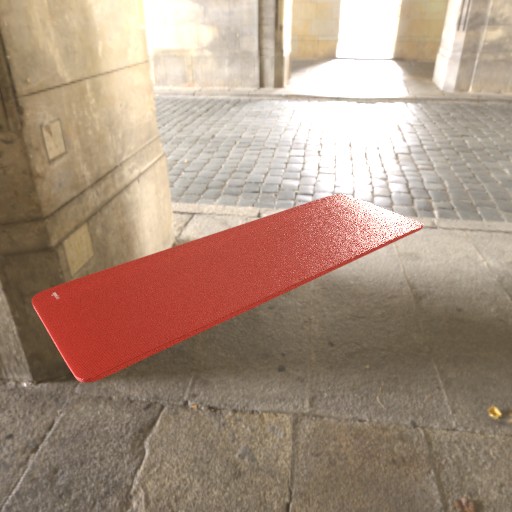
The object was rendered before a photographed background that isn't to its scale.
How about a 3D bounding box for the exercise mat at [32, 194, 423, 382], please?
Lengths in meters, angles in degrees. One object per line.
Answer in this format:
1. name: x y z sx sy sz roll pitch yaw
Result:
1. exercise mat: 0.000 0.000 2.082 1.869 0.021 0.616 -21 35 -33
